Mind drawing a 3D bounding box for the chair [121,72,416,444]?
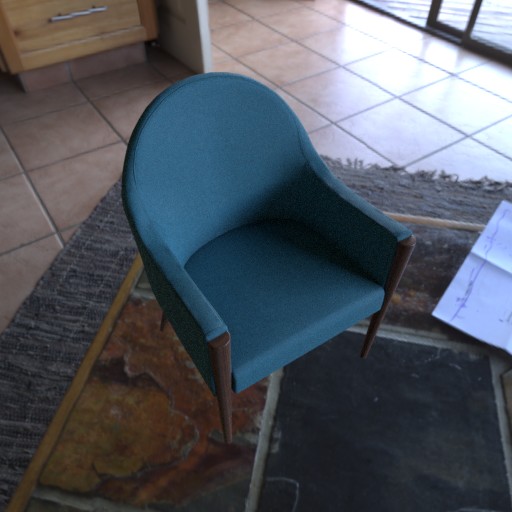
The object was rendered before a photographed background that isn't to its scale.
[{"bbox_3d":[0.000,0.000,1.382,0.656,0.907,0.652,-25,51,-22],"label":"chair"}]
